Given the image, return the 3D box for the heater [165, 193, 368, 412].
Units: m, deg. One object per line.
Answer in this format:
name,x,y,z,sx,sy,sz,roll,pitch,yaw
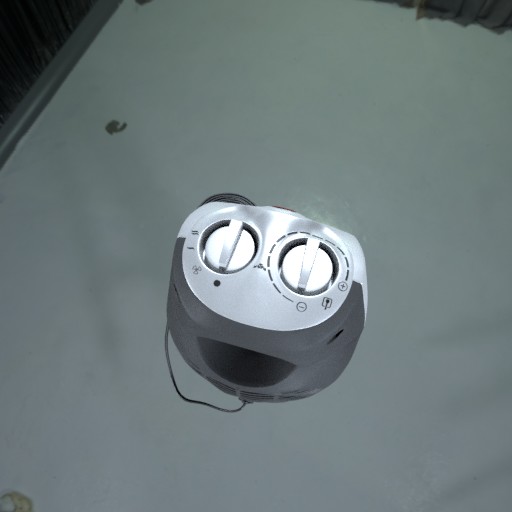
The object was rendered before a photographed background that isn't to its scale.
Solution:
heater,0.000,0.000,0.464,0.239,0.240,0.291,14,64,7
